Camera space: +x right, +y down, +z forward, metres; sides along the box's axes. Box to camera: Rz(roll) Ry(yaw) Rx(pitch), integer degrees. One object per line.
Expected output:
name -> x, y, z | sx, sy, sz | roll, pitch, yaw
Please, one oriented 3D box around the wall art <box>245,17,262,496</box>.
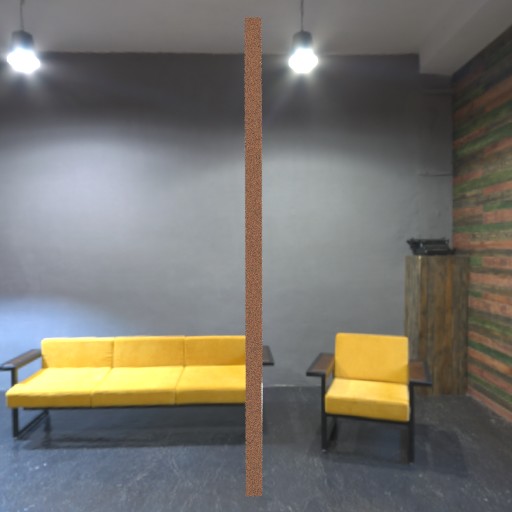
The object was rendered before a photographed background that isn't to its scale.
wall art -> 0.000, 0.000, 1.369 | 0.039, 1.050, 0.795 | 0, 1, 1
